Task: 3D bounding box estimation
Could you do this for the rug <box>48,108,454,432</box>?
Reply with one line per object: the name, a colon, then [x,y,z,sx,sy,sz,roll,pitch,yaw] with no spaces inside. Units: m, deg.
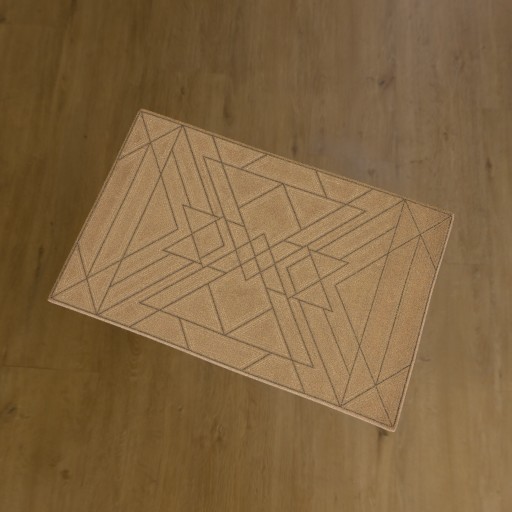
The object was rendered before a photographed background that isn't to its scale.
rug: [0.000,0.000,3.097,2.459,0.023,1.575,20,77,5]
